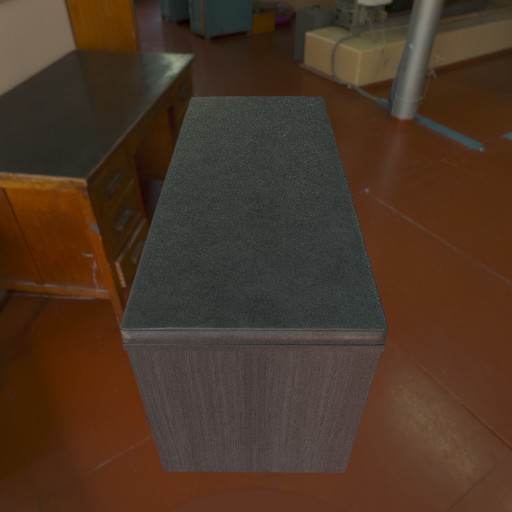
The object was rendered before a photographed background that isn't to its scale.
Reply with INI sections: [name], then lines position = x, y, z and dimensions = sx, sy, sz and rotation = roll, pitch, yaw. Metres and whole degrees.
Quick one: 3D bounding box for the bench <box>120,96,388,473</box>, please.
[bench]
position = 0.000, 0.000, 1.151
dimensions = 0.401, 0.501, 0.905
rotation = 0, 41, 0
